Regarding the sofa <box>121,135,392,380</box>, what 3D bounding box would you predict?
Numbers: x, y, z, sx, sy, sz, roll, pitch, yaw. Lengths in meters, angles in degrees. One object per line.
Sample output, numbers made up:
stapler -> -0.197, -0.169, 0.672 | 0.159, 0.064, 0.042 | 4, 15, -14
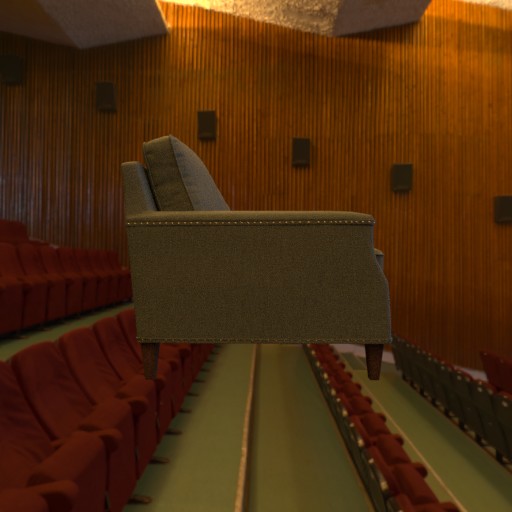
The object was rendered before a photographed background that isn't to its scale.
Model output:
sofa -> 0.000, 0.000, 2.816 | 1.084, 1.003, 2.246 | 0, -1, 0
